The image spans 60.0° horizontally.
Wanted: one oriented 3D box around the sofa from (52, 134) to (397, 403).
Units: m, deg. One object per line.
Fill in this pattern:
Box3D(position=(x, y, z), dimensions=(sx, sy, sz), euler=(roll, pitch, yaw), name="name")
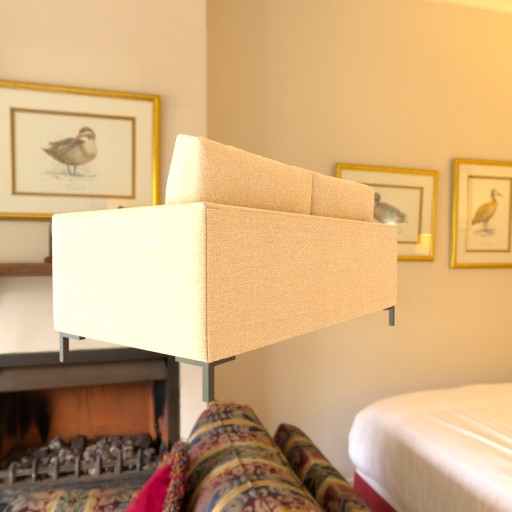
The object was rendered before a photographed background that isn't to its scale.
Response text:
Box3D(position=(0.000, 0.000, 2.141), dimensions=(0.839, 0.812, 1.651), euler=(1, 1, 36), name="sofa")
